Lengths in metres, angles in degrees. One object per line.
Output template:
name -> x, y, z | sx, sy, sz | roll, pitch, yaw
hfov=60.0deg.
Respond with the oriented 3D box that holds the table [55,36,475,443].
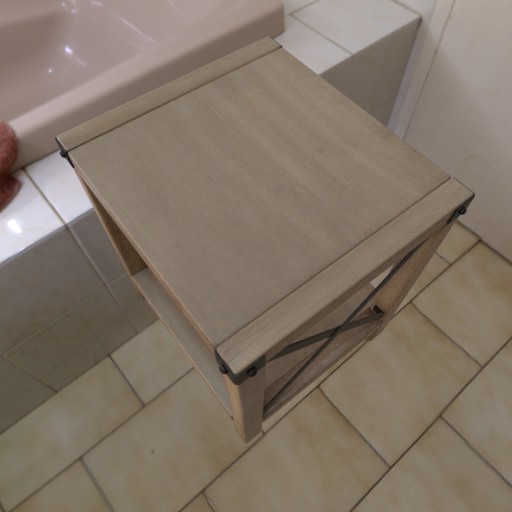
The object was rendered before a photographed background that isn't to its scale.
table -> 0.000, 0.000, 0.927 | 0.459, 0.561, 0.510 | -34, 65, -18
